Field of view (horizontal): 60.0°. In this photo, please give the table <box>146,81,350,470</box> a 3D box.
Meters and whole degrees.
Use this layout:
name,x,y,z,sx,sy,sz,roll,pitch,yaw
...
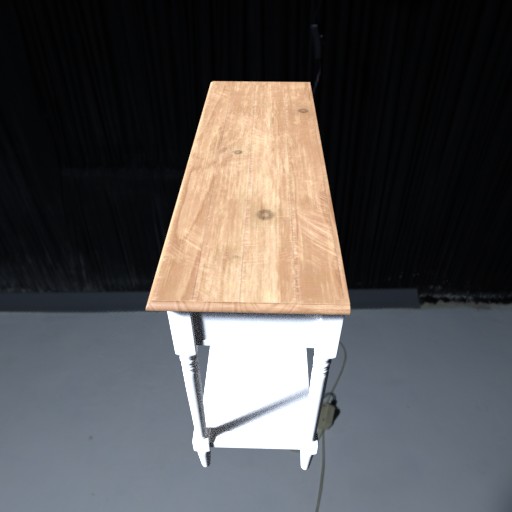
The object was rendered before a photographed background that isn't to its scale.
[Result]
name,x,y,z,sx,sy,sz,roll,pitch,yaw
table,0.000,0.000,1.576,0.399,0.800,1.219,1,41,1
